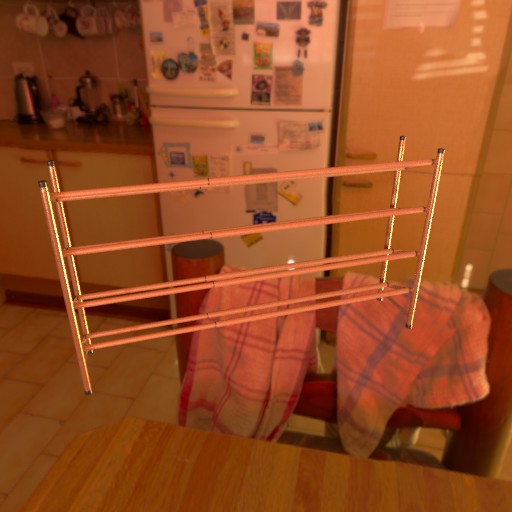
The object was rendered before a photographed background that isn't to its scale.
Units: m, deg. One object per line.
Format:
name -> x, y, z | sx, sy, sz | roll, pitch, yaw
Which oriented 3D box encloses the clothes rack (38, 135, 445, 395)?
clothes rack -> 0.000, 0.000, 1.459 | 1.168, 0.672, 0.229 | -8, 27, -16
